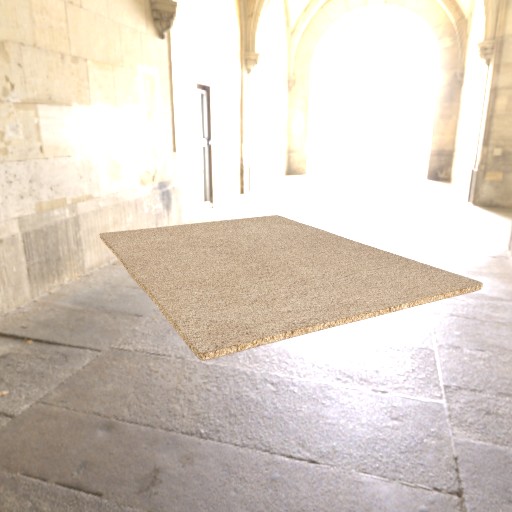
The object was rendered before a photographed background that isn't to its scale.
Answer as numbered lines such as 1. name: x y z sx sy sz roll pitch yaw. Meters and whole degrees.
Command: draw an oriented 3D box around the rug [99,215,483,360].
1. rug: 0.000 0.000 2.147 1.199 0.025 1.600 -9 18 -27
